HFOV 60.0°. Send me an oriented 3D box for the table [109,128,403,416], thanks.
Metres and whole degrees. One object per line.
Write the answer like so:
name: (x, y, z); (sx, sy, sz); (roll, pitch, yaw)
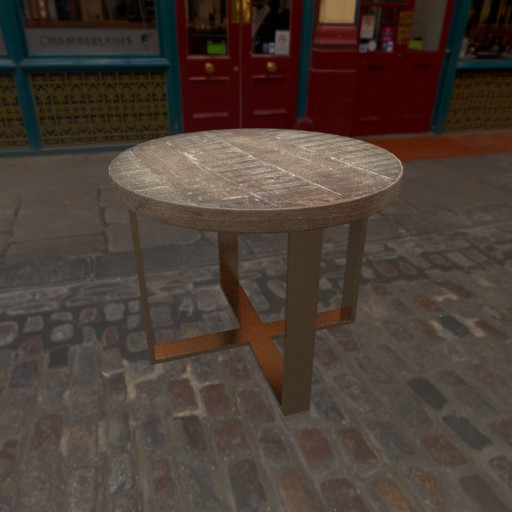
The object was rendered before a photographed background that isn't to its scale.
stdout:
table: (0.000, 0.000, 0.974); (0.557, 0.437, 0.557); (0, 27, 0)
